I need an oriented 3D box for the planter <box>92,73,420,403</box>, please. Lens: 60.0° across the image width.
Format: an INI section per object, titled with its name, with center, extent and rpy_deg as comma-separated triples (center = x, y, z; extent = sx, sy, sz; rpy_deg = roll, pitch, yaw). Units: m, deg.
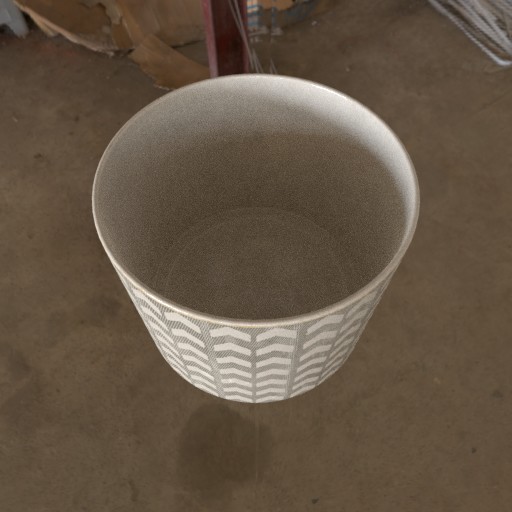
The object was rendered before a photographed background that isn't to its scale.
[planter]
center = 0.000, 0.000, 0.337
extent = 0.190, 0.181, 0.190
rpy_deg = 0, 58, 0
